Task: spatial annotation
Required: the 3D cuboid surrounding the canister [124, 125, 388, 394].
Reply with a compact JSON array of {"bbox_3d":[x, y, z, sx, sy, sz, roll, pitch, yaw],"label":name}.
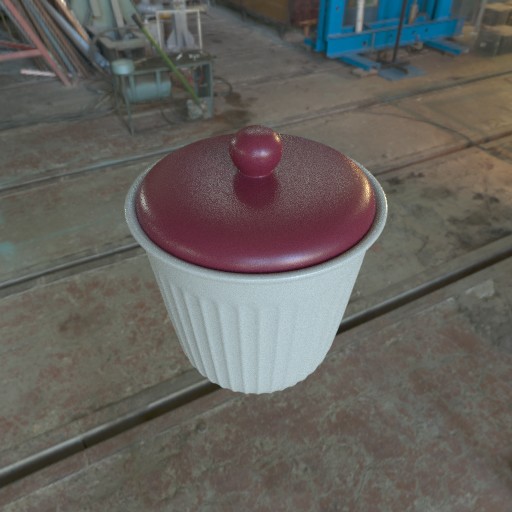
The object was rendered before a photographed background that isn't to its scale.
[{"bbox_3d":[0.000,0.000,0.350,0.181,0.211,0.181,0,40,0],"label":"canister"}]
